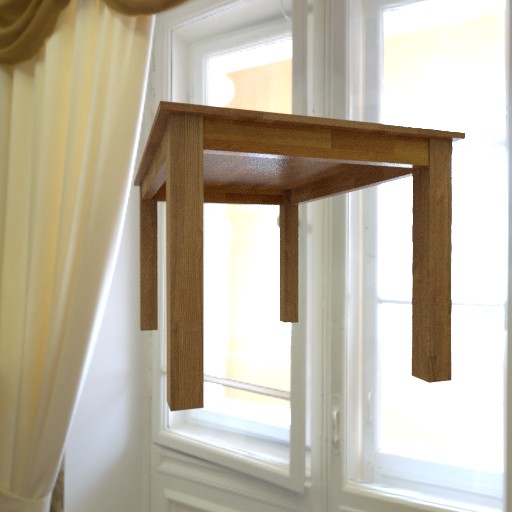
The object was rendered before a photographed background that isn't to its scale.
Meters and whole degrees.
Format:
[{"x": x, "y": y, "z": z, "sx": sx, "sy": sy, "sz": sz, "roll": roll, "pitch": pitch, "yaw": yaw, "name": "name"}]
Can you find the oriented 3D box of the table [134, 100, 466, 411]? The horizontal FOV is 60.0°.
[{"x": 0.000, "y": 0.000, "z": 1.809, "sx": 0.900, "sy": 0.750, "sz": 1.300, "roll": 0, "pitch": 1, "yaw": -18, "name": "table"}]
